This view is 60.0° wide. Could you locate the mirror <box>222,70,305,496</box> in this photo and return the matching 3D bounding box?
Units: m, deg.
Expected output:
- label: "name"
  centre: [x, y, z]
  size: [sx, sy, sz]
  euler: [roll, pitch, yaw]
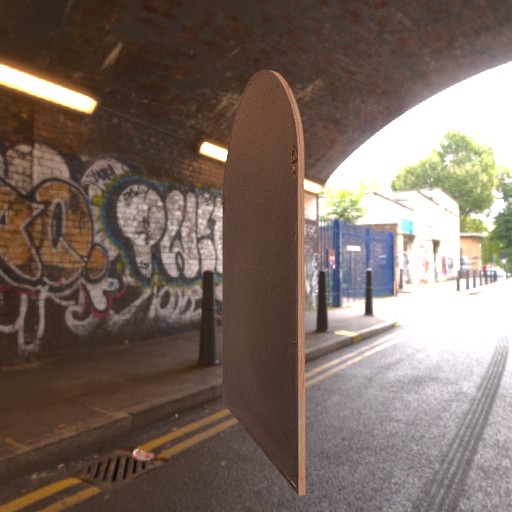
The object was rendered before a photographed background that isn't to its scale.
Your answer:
- label: "mirror"
  centre: [0.000, 0.000, 1.137]
  size: [0.032, 0.915, 0.609]
  euler: [0, -2, -18]
